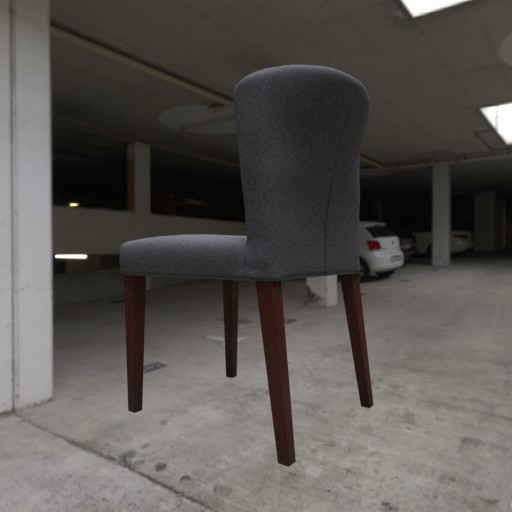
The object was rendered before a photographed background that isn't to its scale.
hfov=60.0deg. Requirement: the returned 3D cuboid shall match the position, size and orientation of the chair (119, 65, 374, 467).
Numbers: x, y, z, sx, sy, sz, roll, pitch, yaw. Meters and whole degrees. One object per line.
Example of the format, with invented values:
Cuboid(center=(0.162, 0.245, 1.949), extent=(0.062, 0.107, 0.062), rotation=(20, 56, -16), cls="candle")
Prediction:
Cuboid(center=(0.000, 0.000, 1.207), extent=(0.592, 0.839, 0.491), rotation=(0, 1, 37), cls="chair")
